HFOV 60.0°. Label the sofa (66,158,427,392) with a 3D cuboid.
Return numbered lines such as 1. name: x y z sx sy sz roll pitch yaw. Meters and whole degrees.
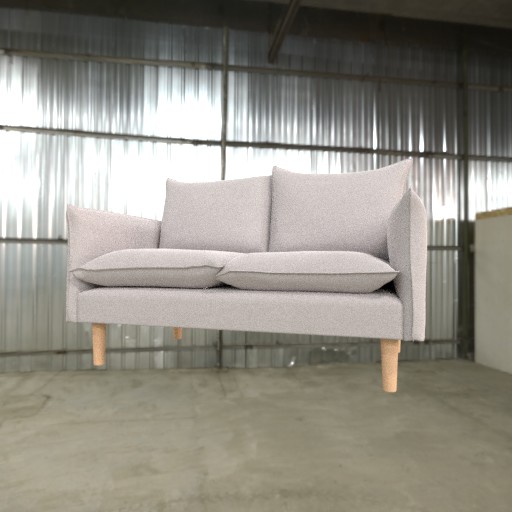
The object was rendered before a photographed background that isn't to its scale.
1. sofa: 0.000 0.000 1.818 1.300 0.840 0.820 0 -1 19
